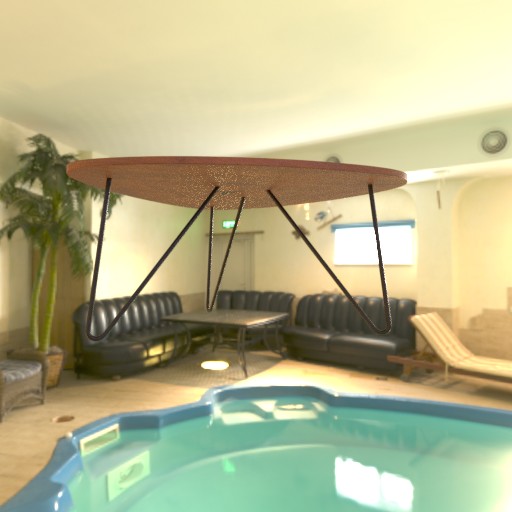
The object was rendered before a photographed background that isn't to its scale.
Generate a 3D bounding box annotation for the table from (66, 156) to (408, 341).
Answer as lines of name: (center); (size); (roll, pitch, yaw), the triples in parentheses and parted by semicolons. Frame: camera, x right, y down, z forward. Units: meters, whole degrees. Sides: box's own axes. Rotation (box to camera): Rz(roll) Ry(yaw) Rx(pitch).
table: (0.000, 0.000, 1.267); (0.821, 0.413, 0.833); (0, -1, 19)
